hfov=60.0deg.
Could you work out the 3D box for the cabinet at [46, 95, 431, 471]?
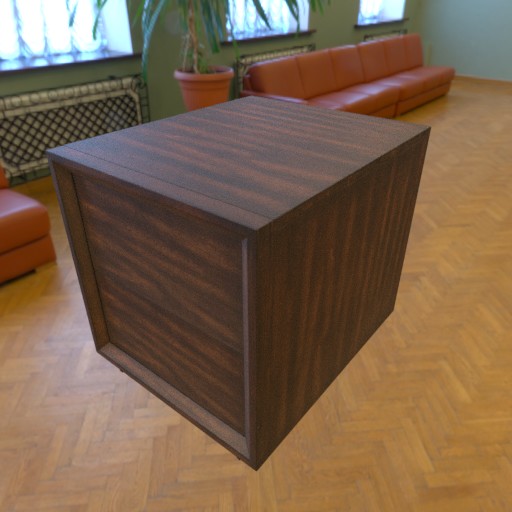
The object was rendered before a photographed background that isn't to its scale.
[{"bbox_3d":[0.000,0.000,0.836,0.402,0.455,0.500,23,38,32],"label":"cabinet"}]
